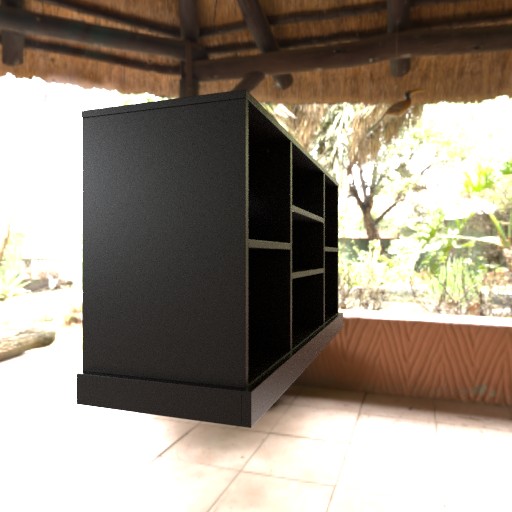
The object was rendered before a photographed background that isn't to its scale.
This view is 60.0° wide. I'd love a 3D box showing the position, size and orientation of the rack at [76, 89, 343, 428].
[{"bbox_3d":[0.000,0.000,1.455,0.399,0.635,1.206,0,0,19],"label":"rack"}]
